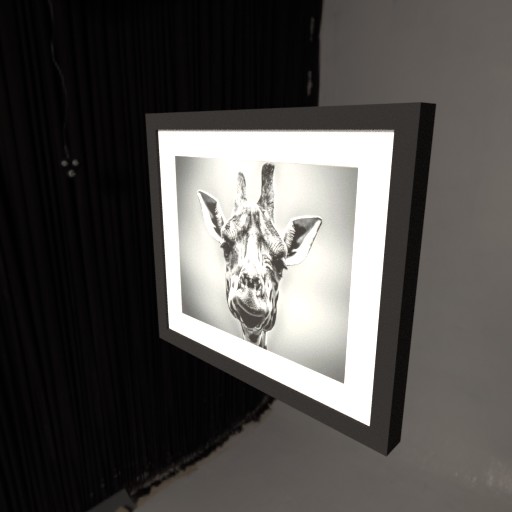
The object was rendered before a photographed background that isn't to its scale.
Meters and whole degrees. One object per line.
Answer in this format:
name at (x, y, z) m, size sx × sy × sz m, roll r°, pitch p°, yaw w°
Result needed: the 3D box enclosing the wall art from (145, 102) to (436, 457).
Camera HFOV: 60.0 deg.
wall art at (0.000, 0.000, 0.527) m, size 0.381 × 0.330 × 0.031 m, roll 14°, pitch 21°, yaw 41°
